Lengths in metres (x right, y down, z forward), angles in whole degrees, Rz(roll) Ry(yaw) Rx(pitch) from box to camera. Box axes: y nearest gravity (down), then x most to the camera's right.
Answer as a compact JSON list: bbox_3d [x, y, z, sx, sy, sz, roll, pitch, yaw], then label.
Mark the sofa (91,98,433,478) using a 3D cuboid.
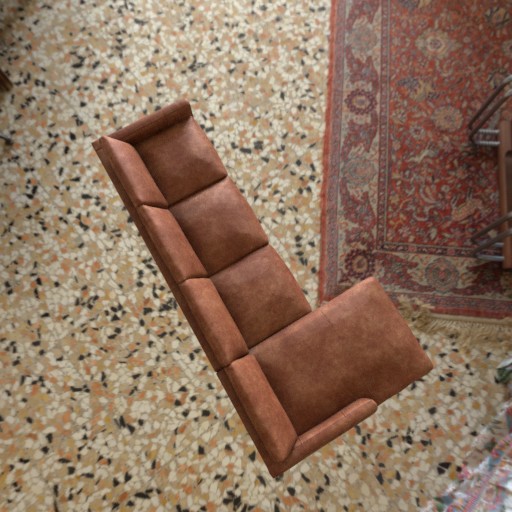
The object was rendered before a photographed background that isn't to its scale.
[{"bbox_3d":[0.000,0.000,3.685,1.471,0.859,2.993,-30,78,-7],"label":"sofa"}]
